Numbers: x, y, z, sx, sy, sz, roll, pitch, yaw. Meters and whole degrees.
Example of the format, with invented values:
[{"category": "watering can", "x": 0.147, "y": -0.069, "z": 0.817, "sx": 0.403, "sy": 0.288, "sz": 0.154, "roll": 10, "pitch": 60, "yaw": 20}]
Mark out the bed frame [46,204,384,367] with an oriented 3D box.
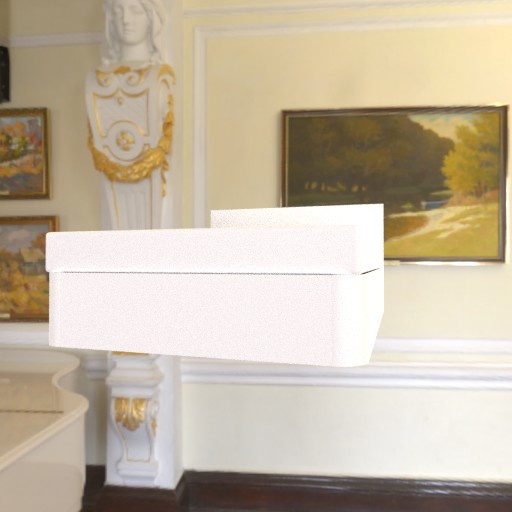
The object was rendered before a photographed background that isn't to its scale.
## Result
[{"category": "bed frame", "x": 0.000, "y": 0.000, "z": 2.632, "sx": 1.400, "sy": 0.800, "sz": 1.900, "roll": 0, "pitch": -1, "yaw": 18}]
